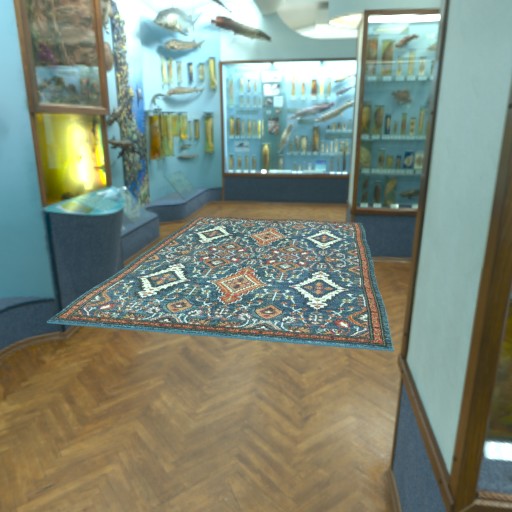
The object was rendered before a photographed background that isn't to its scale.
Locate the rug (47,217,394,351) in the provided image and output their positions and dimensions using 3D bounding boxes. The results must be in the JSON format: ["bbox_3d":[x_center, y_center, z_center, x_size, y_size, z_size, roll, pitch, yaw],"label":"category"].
[{"bbox_3d":[0.000,0.000,2.330,1.195,0.014,1.847,3,17,9],"label":"rug"}]
